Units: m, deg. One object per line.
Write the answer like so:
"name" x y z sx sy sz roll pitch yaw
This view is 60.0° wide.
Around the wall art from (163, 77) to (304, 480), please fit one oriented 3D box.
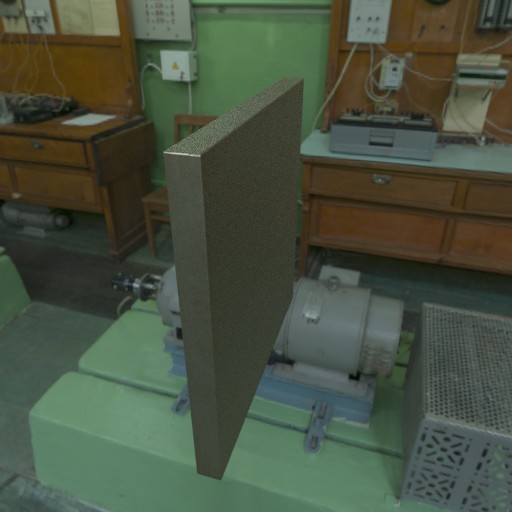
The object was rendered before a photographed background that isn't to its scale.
"wall art" 0.000 0.000 0.762 0.040 0.506 0.503 8 31 14
